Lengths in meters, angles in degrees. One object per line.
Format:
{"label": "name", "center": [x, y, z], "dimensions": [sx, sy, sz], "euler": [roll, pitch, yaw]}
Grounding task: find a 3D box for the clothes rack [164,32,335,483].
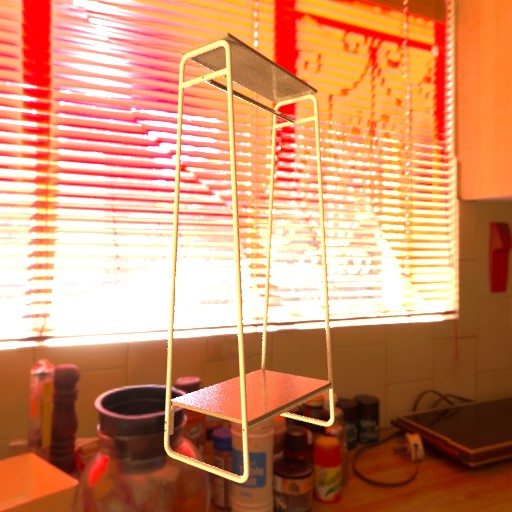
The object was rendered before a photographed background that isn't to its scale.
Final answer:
{"label": "clothes rack", "center": [0.000, 0.000, 1.819], "dimensions": [0.400, 1.512, 0.640], "euler": [0, -1, 36]}
